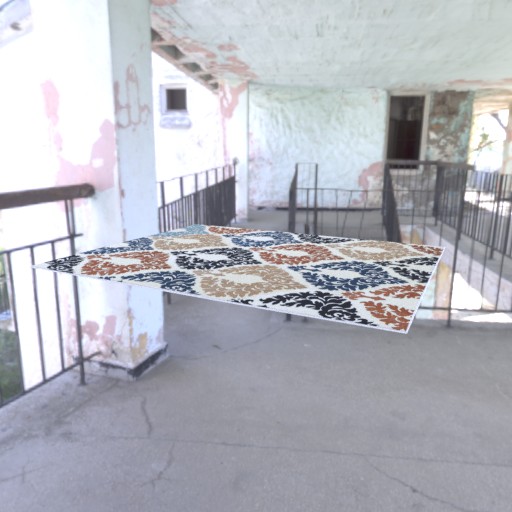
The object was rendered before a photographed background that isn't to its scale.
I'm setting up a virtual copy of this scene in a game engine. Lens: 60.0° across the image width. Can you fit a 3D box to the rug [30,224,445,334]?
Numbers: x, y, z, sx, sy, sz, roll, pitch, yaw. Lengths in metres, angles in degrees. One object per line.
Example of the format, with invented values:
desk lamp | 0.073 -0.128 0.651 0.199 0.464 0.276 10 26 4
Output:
rug | 0.000 0.000 4.080 3.040 0.014 2.423 7 15 26
